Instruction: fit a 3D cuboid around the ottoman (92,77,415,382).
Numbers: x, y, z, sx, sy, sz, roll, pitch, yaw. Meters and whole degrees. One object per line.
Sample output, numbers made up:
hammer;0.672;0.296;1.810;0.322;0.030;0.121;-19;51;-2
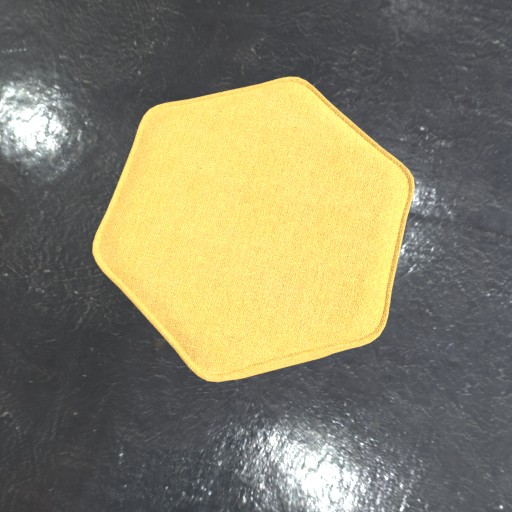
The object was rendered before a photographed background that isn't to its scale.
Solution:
ottoman;0.000;0.000;0.882;0.443;0.502;0.494;15;76;4
